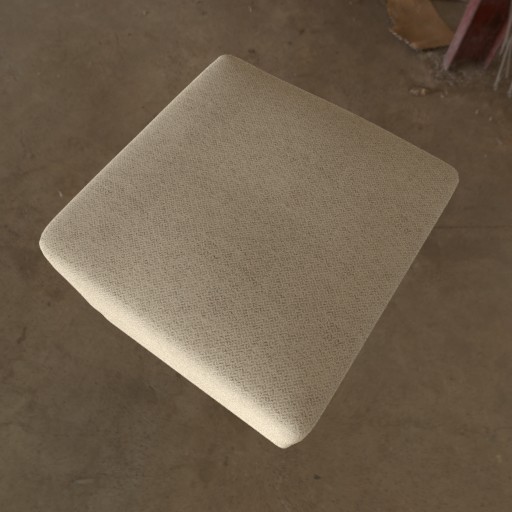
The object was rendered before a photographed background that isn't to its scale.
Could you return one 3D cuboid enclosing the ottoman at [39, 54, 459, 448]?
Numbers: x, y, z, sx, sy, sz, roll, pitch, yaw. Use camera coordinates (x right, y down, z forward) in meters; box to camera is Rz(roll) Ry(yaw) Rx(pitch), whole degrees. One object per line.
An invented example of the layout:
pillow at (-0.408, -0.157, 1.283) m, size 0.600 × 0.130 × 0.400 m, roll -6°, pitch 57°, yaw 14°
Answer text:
ottoman at (0.000, 0.000, 0.889) m, size 0.512 × 0.453 × 0.521 m, roll 32°, pitch 69°, yaw 14°
